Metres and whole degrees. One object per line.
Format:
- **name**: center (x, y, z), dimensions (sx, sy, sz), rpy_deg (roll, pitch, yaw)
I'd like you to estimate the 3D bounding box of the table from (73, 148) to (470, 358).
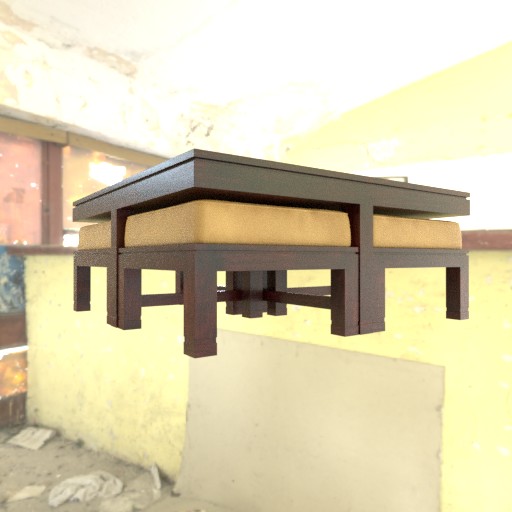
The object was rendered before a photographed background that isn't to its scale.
- **table**: center (0.000, 0.000, 1.350), dimensions (0.865, 0.356, 0.865), rpy_deg (0, 0, -35)
